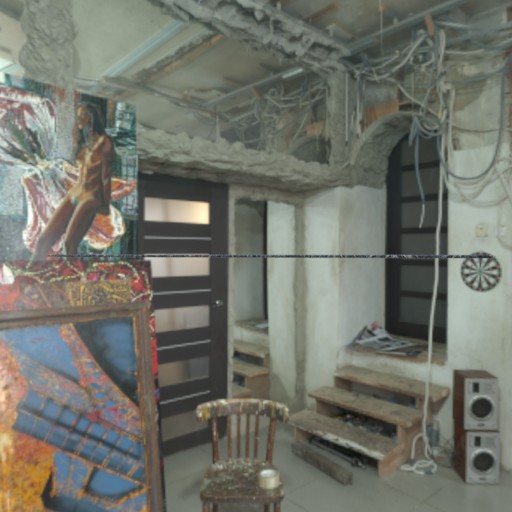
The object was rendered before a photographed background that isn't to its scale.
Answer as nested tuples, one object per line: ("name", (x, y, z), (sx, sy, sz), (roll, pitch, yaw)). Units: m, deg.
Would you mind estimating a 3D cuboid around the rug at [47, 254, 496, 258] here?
("rug", (0.000, 0.000, 2.498), (2.306, 0.013, 0.719), (0, 0, 19))
